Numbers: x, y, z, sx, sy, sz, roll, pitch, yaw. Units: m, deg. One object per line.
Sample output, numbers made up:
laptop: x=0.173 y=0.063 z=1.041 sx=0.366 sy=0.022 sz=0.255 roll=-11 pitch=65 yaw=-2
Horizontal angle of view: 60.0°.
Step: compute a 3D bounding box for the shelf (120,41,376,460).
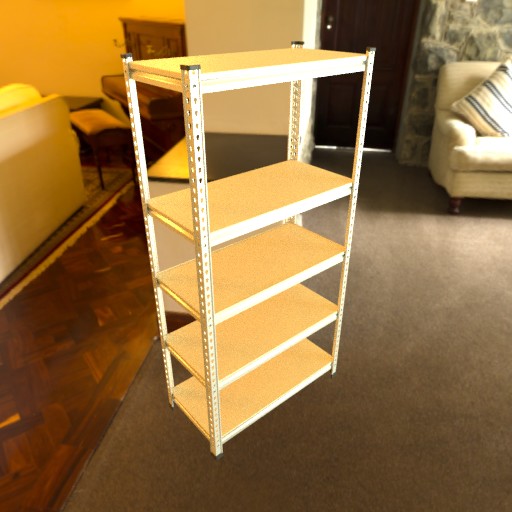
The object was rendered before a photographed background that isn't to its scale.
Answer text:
shelf: x=0.000 y=0.000 z=2.166 sx=0.914 sy=1.829 sz=0.457 roll=-23 pitch=37 yaw=-34
